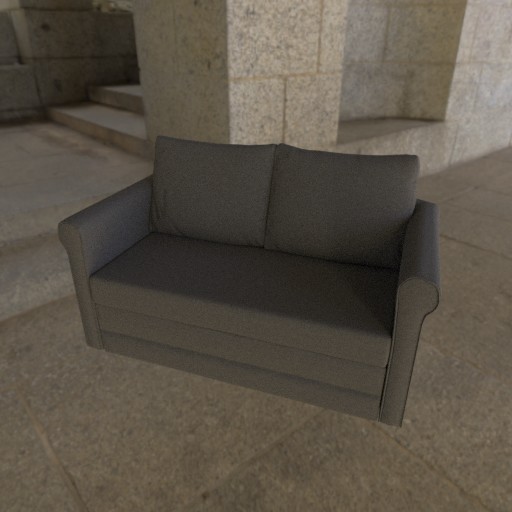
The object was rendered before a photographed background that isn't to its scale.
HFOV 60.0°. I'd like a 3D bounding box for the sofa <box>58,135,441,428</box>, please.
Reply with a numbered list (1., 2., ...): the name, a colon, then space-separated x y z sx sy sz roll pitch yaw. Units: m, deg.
1. sofa: 0.000 0.000 1.939 1.460 0.872 0.741 9 28 18
